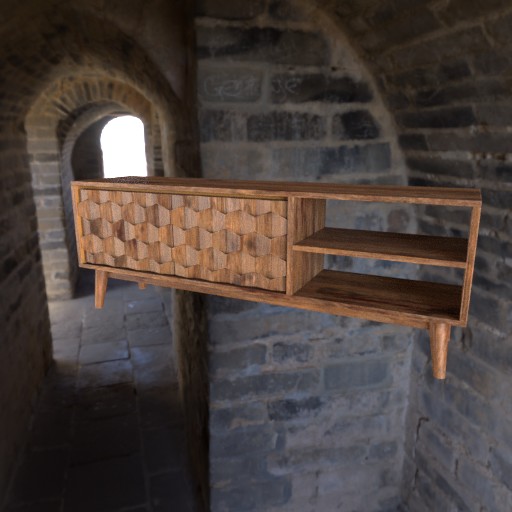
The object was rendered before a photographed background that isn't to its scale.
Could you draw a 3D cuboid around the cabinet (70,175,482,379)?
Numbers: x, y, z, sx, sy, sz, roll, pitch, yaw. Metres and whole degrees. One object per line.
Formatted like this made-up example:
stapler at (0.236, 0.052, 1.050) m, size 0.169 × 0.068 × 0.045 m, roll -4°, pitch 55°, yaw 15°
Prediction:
cabinet at (0.000, 0.000, 1.655) m, size 1.448 × 0.528 × 0.349 m, roll 7°, pitch 16°, yaw 25°
